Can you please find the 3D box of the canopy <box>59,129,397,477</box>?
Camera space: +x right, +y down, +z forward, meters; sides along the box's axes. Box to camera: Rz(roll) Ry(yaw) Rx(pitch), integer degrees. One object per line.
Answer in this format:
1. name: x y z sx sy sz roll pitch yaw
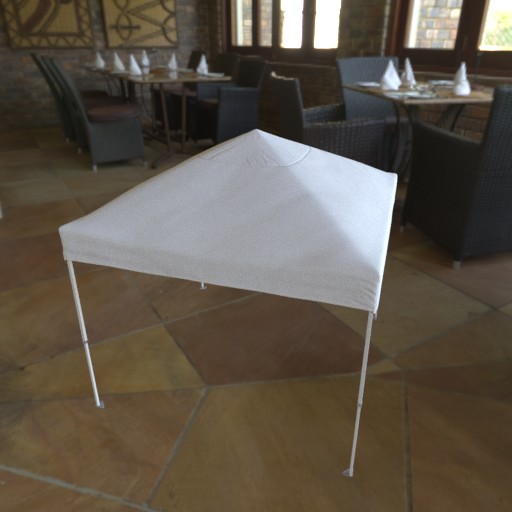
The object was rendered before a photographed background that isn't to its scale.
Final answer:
1. canopy: 0.000 0.000 5.367 2.996 2.997 2.998 8 27 16
